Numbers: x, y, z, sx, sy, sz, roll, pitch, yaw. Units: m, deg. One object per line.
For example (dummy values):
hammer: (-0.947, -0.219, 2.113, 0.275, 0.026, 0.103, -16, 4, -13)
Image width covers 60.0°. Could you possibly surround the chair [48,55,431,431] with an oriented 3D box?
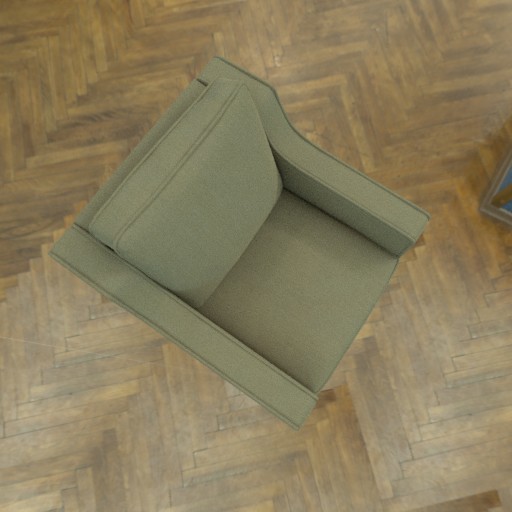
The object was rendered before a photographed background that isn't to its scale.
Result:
chair: (0.000, 0.000, 1.623, 0.909, 0.960, 0.831, 33, 77, 9)
